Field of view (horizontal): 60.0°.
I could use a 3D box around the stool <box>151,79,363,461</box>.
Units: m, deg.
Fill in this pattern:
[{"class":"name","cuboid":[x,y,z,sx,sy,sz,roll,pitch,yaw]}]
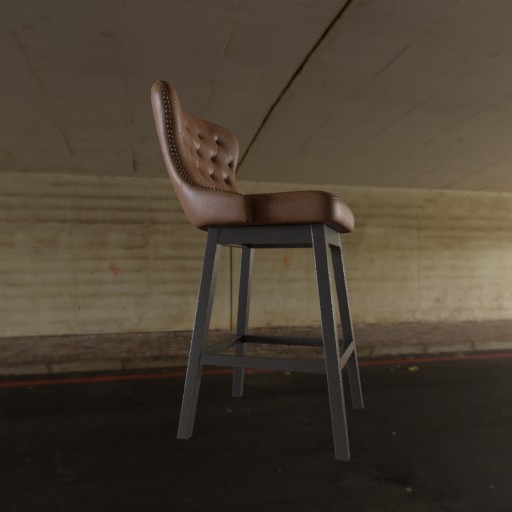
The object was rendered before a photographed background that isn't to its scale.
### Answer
[{"class":"stool","cuboid":[0.000,0.000,1.338,0.593,0.971,0.528,-1,-2,18]}]
